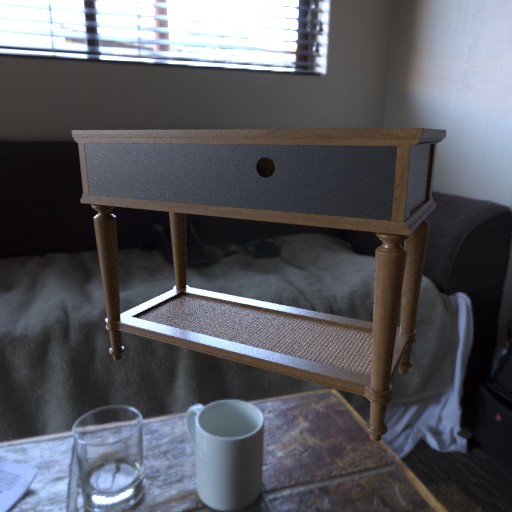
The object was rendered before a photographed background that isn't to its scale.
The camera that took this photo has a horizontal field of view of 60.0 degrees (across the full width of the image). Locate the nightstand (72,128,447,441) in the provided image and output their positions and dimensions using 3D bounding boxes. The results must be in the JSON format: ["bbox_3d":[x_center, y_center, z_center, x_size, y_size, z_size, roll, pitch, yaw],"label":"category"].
[{"bbox_3d":[0.000,0.000,1.282,0.914,0.700,0.432,8,17,27],"label":"nightstand"}]
